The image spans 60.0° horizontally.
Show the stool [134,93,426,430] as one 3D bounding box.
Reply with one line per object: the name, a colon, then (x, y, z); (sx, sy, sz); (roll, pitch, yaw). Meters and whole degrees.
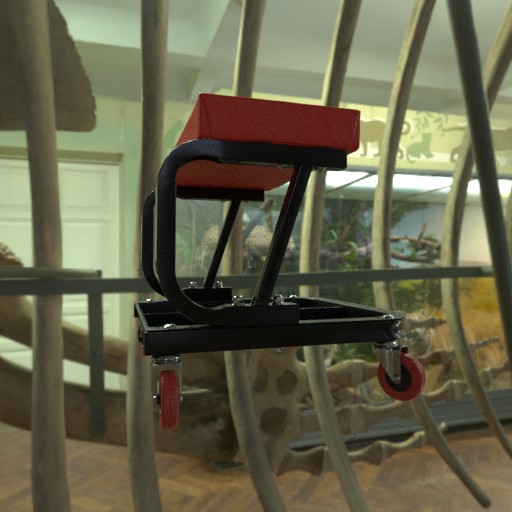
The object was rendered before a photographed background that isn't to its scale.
stool: (0.000, 0.000, 0.720); (0.371, 0.380, 0.446); (0, 0, -17)
